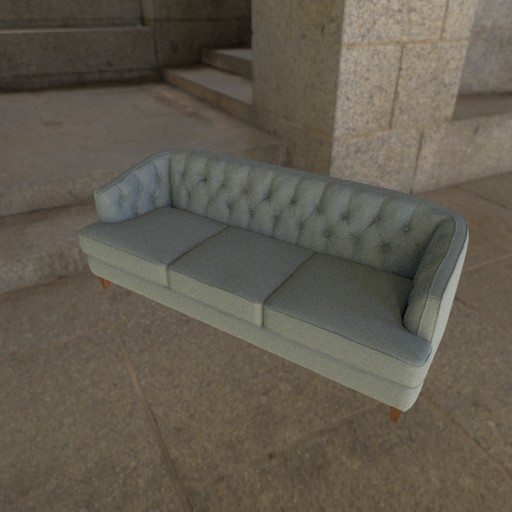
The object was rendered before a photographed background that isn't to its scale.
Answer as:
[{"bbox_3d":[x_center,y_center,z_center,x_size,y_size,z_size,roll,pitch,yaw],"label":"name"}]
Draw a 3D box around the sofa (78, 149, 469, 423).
[{"bbox_3d":[0.000,0.000,2.733,2.278,0.855,0.941,18,35,28],"label":"sofa"}]
